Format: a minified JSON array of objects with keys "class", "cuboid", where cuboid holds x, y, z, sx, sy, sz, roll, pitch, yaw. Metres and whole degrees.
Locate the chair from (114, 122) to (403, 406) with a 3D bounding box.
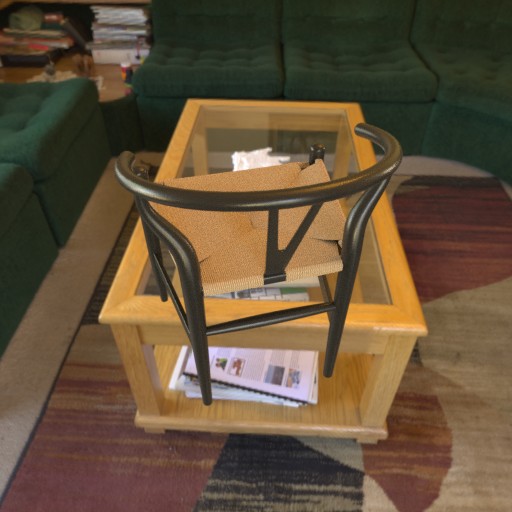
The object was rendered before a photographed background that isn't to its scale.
[{"class":"chair","cuboid":[0.000,0.000,1.113,0.570,0.739,0.570,-10,43,-11]}]
